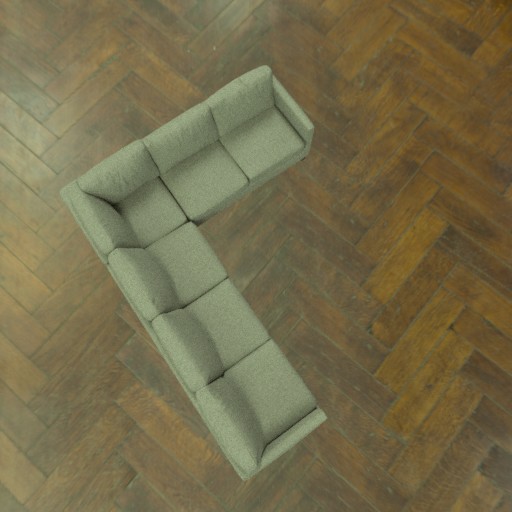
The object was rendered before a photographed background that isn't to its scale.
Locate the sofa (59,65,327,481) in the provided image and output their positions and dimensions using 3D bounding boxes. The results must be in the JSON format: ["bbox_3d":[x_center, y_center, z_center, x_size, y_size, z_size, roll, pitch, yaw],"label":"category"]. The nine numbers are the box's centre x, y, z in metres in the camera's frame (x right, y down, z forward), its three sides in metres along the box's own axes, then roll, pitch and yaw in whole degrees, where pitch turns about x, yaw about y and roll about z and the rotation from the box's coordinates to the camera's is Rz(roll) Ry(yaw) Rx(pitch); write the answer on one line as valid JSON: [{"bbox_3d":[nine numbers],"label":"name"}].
[{"bbox_3d":[0.000,0.000,4.511,2.593,0.947,3.302,-34,78,-8],"label":"sofa"}]
